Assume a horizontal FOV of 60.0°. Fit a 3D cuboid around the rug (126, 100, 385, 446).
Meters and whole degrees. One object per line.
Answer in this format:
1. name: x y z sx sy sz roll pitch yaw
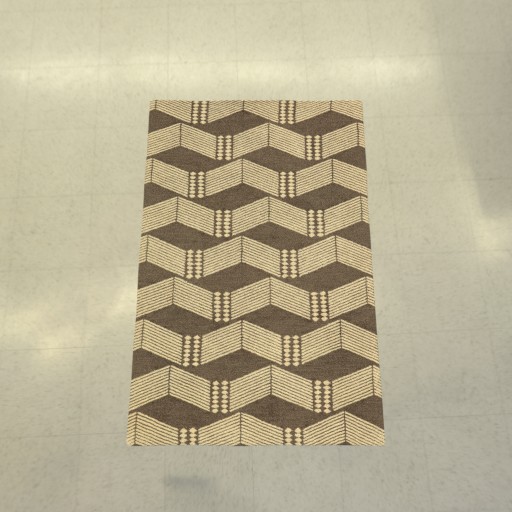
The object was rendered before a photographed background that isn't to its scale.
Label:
1. rug: 0.000 0.000 2.297 1.210 0.016 1.833 0 76 0
